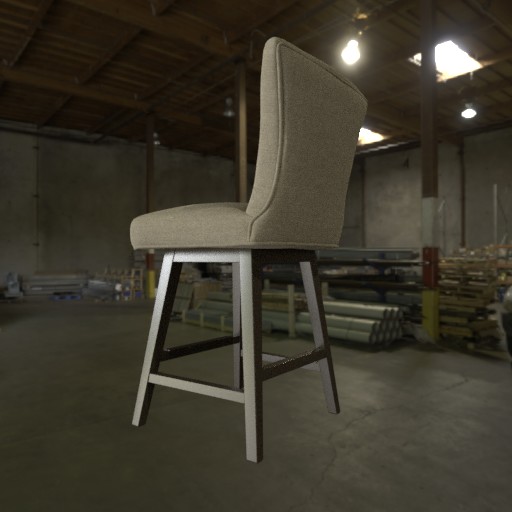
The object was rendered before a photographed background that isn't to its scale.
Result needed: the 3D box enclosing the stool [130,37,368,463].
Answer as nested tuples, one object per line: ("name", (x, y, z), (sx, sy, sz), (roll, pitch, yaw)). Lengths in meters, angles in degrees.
("stool", (0.000, 0.000, 1.340), (0.574, 1.000, 0.514), (0, 0, 37))
